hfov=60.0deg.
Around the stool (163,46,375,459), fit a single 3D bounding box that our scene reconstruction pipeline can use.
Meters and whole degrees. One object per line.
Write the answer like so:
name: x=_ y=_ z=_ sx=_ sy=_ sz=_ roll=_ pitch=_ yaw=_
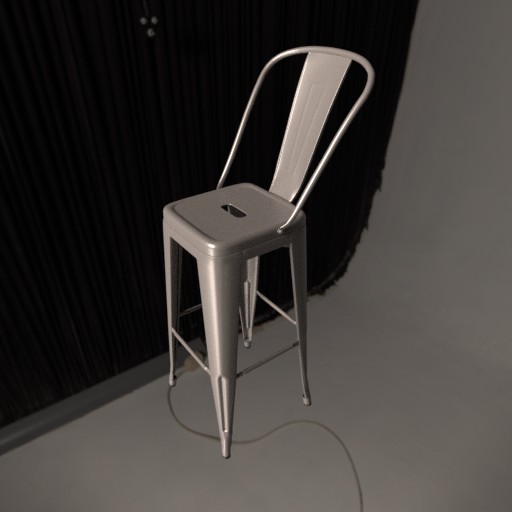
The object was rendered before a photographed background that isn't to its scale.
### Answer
stool: x=0.000 y=0.000 z=1.319 sx=0.513 sy=1.096 sz=0.399 roll=-21 pitch=38 yaw=-30
